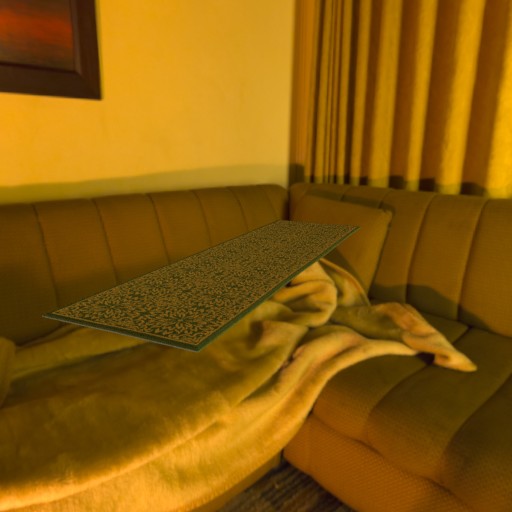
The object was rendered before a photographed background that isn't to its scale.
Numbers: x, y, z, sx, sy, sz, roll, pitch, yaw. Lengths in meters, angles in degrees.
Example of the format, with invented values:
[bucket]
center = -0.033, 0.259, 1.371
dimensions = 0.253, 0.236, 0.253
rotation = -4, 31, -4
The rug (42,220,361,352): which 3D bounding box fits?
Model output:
[rug]
center = 0.000, 0.000, 2.408
dimensions = 0.662, 0.011, 2.196
rotation = 7, 16, 24
